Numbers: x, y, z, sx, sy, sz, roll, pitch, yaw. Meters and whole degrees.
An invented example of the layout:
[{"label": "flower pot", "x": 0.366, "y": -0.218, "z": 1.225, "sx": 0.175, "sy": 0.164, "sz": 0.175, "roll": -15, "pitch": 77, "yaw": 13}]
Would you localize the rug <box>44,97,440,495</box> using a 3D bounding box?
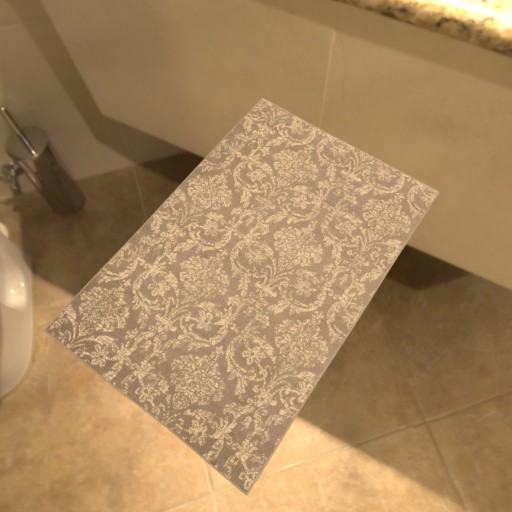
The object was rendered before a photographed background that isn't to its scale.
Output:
[{"label": "rug", "x": 0.000, "y": 0.000, "z": 3.452, "sx": 1.819, "sy": 0.018, "sz": 2.746, "roll": 33, "pitch": 69, "yaw": 14}]
